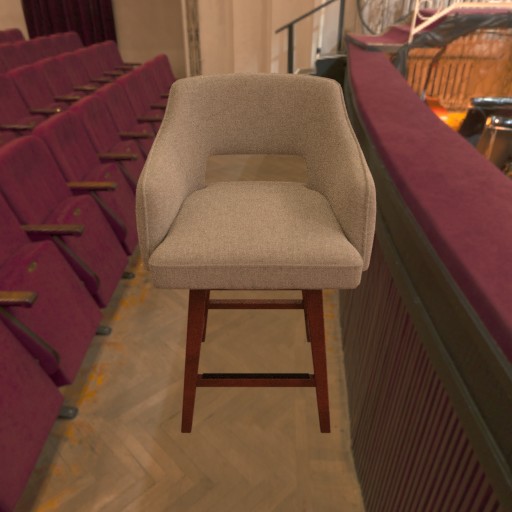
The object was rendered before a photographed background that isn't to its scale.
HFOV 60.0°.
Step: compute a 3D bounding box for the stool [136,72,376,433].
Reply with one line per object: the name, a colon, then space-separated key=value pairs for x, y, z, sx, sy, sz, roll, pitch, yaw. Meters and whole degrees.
stool: x=0.000 y=0.000 z=1.315 sx=0.599 sy=0.944 sz=0.558 roll=0 pitch=30 yaw=0
